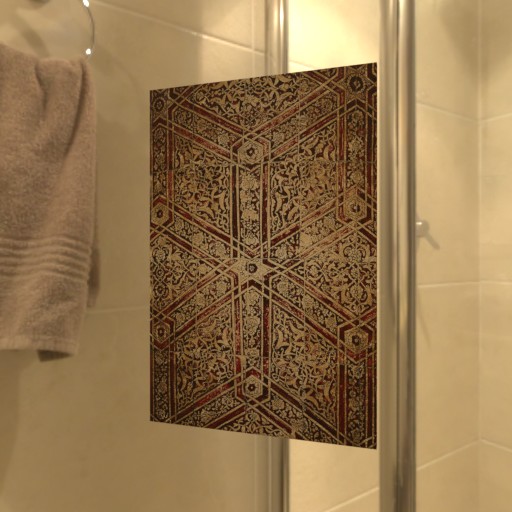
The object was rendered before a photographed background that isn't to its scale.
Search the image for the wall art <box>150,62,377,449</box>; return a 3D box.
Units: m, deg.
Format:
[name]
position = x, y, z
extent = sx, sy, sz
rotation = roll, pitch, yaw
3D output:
[wall art]
position = 0.000, 0.000, 0.753
extent = 0.397, 0.599, 0.020
rotation = 0, 0, 17
